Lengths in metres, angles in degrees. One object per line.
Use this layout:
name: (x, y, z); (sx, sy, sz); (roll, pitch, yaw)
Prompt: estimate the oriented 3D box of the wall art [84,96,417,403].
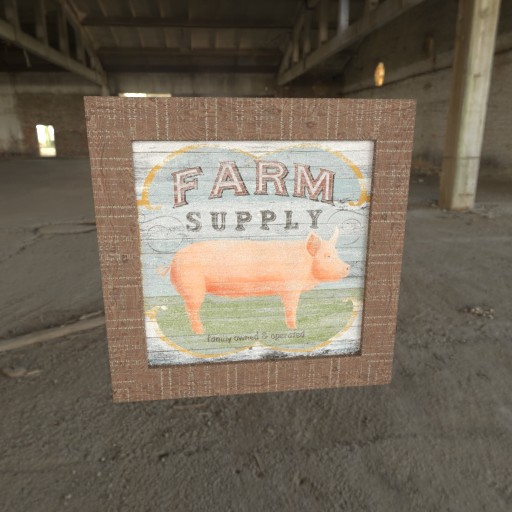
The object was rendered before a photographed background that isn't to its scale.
wall art: (0.000, 0.000, 0.792); (0.531, 0.531, 0.040); (-2, 16, -7)
